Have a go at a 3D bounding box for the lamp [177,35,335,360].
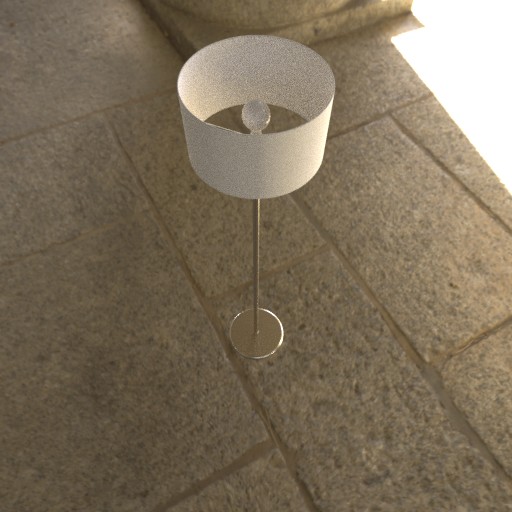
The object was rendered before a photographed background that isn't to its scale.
[{"bbox_3d":[0.000,0.000,1.585,0.347,1.443,0.347,29,62,17],"label":"lamp"}]
